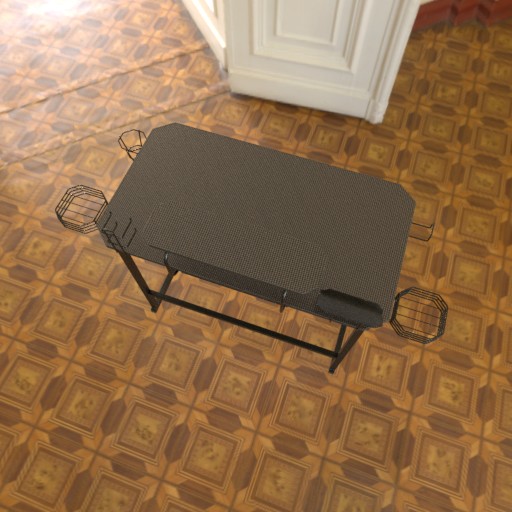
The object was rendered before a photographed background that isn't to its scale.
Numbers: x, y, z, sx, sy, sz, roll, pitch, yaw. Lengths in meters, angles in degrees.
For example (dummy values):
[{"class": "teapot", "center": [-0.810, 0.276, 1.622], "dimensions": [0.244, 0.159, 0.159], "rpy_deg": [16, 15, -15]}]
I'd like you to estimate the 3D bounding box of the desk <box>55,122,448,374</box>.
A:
[{"class": "desk", "center": [0.000, 0.000, 1.712], "dimensions": [1.290, 0.880, 0.580], "rpy_deg": [17, 65, 8]}]
